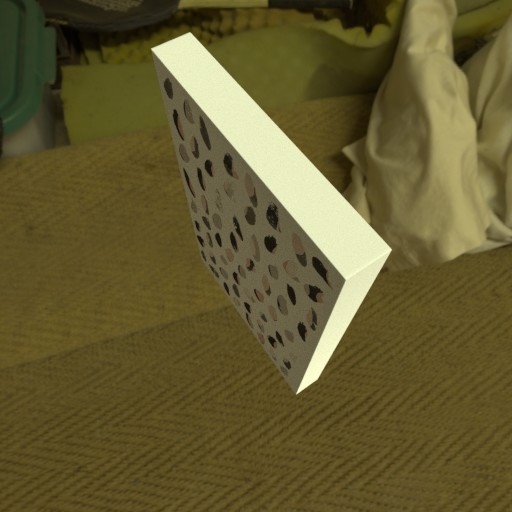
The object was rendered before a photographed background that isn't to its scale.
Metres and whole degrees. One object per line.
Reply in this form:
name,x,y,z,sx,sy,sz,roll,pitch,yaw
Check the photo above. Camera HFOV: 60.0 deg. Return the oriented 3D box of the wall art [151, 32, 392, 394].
wall art,0.000,0.000,0.491,0.039,0.381,0.252,-31,67,-15
